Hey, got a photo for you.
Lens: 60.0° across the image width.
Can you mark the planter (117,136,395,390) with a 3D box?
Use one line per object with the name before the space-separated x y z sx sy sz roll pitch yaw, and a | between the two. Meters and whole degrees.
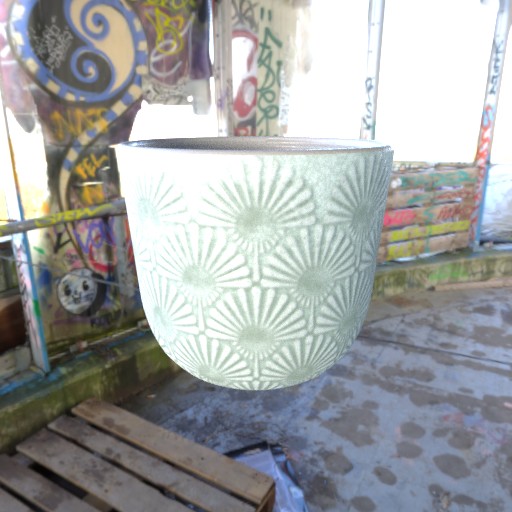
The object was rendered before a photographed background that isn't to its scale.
planter | 0.000 0.000 0.304 0.170 0.152 0.170 0 17 0
